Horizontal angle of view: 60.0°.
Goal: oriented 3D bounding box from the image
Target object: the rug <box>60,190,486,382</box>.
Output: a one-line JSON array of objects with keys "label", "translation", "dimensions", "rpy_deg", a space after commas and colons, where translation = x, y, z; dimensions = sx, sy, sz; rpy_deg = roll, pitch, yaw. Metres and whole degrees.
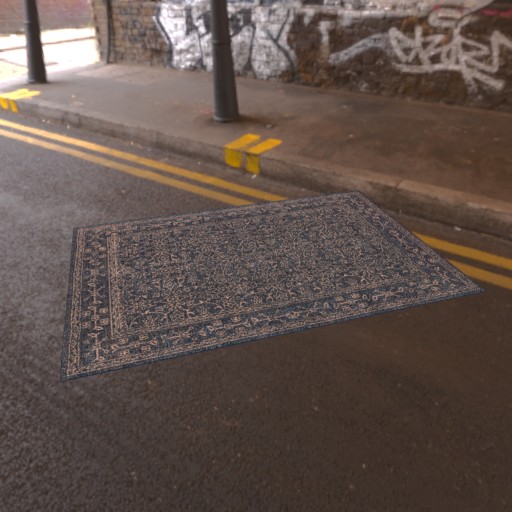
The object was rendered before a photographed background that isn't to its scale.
[{"label": "rug", "translation": [0.000, 0.000, 2.272], "dimensions": [1.819, 0.005, 1.200], "rpy_deg": [-9, 33, -15]}]
